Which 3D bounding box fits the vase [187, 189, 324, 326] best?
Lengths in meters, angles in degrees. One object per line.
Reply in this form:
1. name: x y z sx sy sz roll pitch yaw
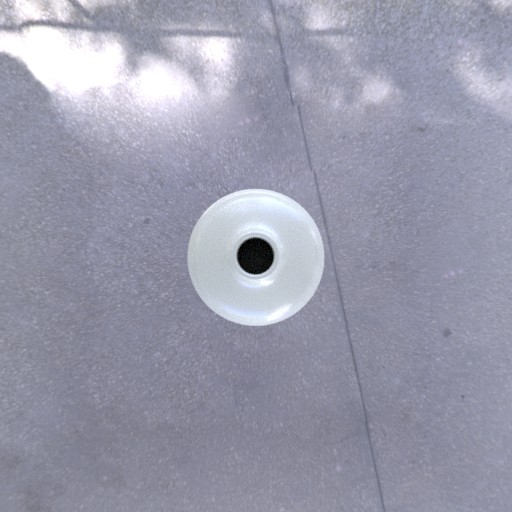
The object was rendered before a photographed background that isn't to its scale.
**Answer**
1. vase: 0.000 0.000 0.381 0.144 0.296 0.144 0 89 0
